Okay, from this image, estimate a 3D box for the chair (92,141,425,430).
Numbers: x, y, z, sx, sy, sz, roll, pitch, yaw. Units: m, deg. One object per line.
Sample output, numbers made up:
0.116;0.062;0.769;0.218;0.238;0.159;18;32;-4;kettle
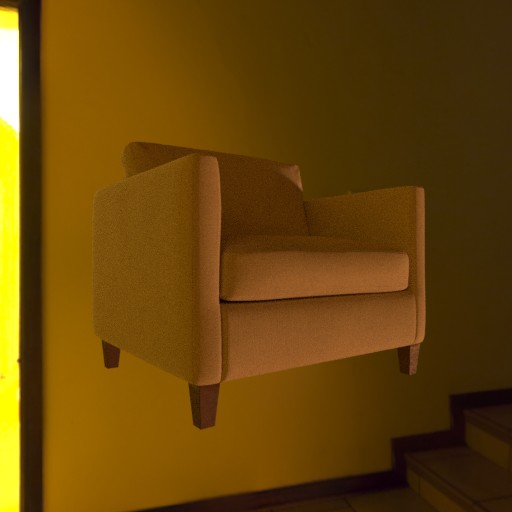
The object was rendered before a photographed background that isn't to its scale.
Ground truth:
0.000;0.000;1.858;1.107;0.961;0.959;0;0;-36;chair
